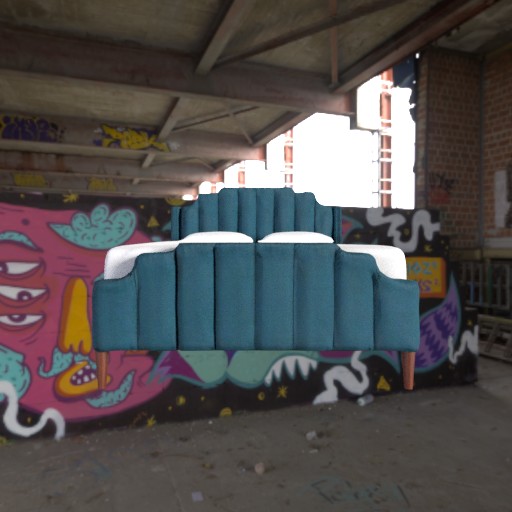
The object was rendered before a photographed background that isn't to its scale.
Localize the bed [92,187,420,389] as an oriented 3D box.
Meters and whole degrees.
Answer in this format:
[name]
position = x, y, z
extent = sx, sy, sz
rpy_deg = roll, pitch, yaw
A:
[bed]
position = 0.000, 0.000, 3.345
extent = 1.676, 1.351, 2.322
rpy_deg = 0, 0, 0
